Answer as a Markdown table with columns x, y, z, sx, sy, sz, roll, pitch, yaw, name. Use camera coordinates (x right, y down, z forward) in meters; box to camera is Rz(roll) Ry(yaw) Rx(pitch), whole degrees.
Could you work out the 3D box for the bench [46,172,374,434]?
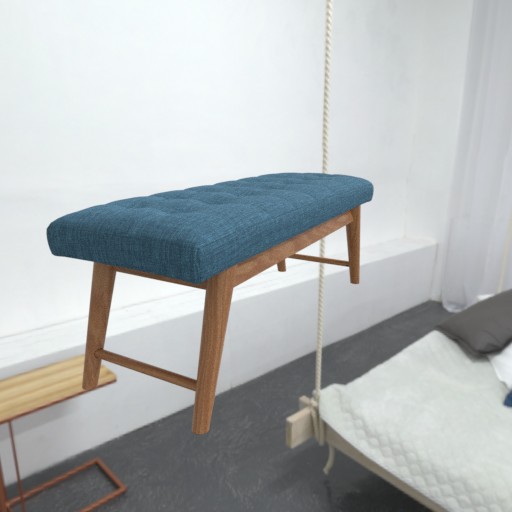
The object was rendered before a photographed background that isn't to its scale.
| x | y | z | sx | sy | sz | roll | pitch | yaw | name |
| --- | --- | --- | --- | --- | --- | --- | --- | --- | --- |
| 0.000 | 0.000 | 1.355 | 0.406 | 0.432 | 1.118 | 9 | 18 | 28 | bench |
